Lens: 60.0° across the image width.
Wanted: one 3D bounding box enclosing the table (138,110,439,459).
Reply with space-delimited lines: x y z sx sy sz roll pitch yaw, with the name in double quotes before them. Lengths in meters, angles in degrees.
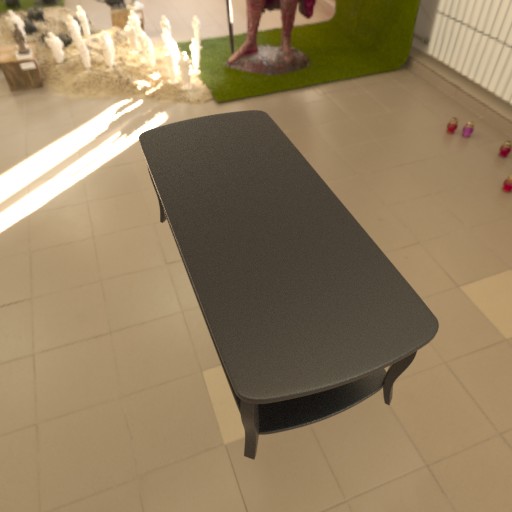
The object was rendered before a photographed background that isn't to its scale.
"table" 0.000 0.000 1.649 0.571 0.457 1.333 -16 48 -15
